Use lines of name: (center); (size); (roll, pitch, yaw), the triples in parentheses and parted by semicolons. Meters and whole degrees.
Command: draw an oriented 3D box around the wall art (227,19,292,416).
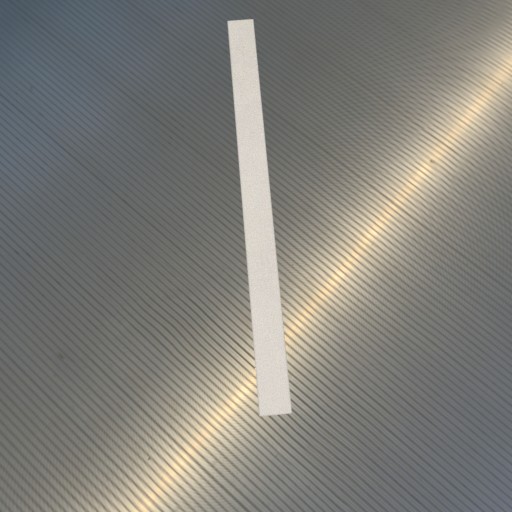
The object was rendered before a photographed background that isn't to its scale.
wall art: (0.000, 0.000, 0.832); (0.037, 0.606, 0.508); (-5, 76, -1)
